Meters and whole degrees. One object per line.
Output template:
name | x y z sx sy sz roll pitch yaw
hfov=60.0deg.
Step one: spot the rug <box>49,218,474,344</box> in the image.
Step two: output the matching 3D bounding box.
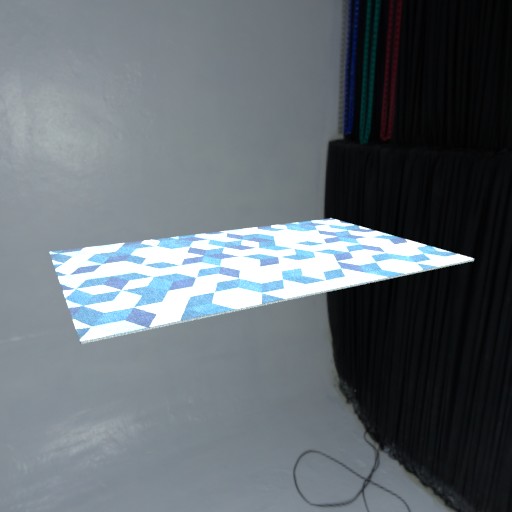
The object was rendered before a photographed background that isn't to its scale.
rug | 0.000 0.000 2.989 2.438 0.015 1.518 -9 18 -27
